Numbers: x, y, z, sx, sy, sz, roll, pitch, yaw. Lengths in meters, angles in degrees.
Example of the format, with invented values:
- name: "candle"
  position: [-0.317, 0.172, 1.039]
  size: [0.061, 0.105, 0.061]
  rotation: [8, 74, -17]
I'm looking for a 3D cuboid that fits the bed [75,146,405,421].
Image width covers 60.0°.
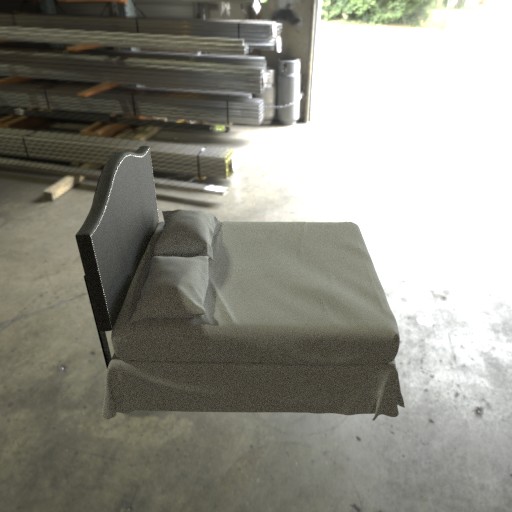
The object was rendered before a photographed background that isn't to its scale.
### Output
- name: "bed"
  position: [0.000, 0.000, 3.548]
  size: [2.221, 1.645, 1.876]
  rotation: [0, 32, 1]
